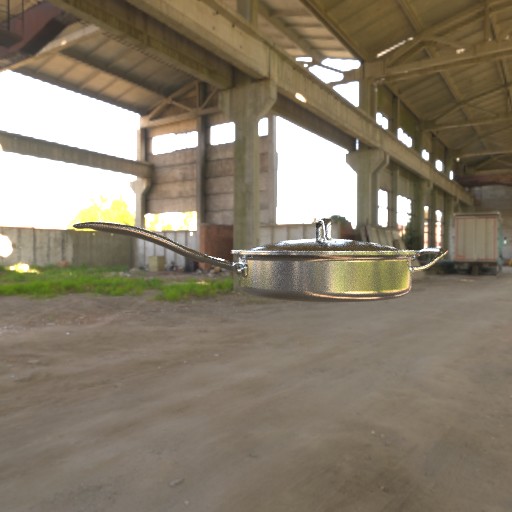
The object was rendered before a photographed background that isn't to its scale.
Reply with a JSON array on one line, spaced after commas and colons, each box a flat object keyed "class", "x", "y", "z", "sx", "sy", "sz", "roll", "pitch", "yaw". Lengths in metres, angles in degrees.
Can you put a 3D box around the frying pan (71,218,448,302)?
[{"class": "frying pan", "x": 0.000, "y": 0.000, "z": 0.678, "sx": 0.561, "sy": 0.114, "sz": 0.280, "roll": 0, "pitch": 1, "yaw": 0}]
